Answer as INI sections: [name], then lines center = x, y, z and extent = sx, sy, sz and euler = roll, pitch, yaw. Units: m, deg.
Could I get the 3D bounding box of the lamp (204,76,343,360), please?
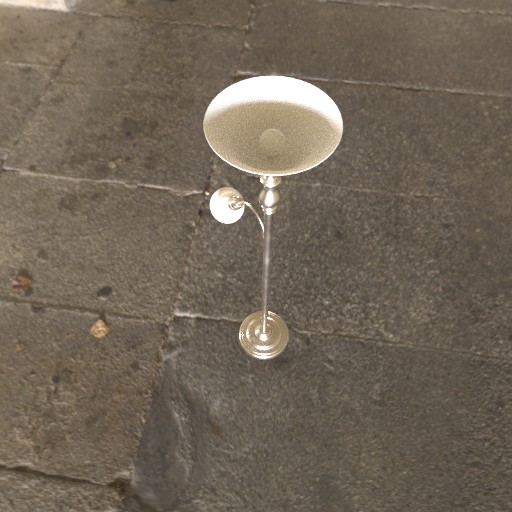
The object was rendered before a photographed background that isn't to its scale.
[lamp]
center = 0.000, 0.000, 2.097
extent = 0.405, 1.785, 0.575
euler = -32, 65, -17
